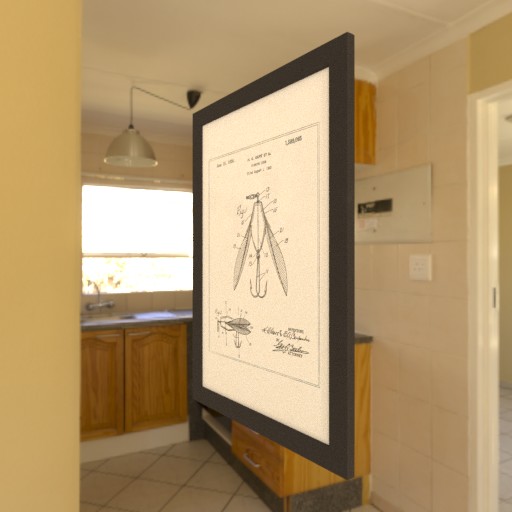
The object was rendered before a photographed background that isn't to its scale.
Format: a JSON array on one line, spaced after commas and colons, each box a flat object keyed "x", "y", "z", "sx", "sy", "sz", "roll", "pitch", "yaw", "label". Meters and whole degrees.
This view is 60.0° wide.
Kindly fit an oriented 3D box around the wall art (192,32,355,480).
[{"x": 0.000, "y": 0.000, "z": 0.683, "sx": 0.013, "sy": 0.534, "sz": 0.380, "roll": 0, "pitch": 0, "yaw": -37, "label": "wall art"}]
